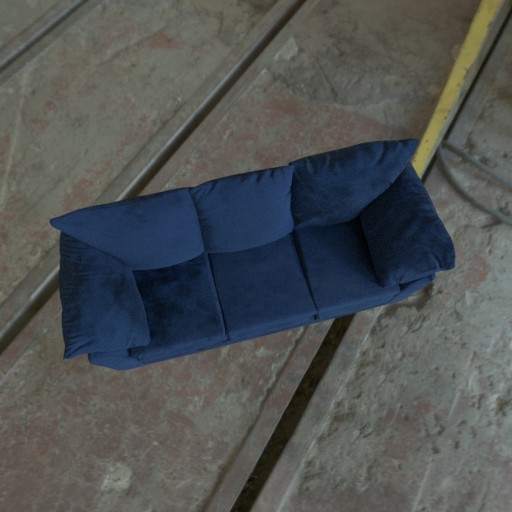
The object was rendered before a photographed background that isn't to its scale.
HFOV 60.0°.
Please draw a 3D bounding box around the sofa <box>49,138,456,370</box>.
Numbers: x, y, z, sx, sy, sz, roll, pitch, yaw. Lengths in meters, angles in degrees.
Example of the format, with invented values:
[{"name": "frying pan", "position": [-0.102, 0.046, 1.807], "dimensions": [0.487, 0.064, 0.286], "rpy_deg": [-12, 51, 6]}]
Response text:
[{"name": "sofa", "position": [0.000, 0.000, 2.881], "dimensions": [2.390, 1.091, 0.907], "rpy_deg": [-13, 64, -6]}]
